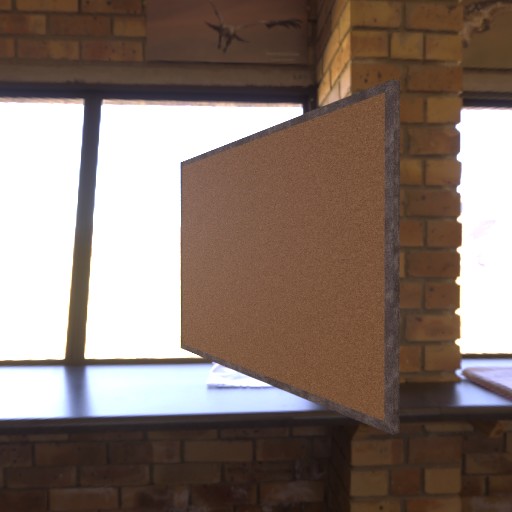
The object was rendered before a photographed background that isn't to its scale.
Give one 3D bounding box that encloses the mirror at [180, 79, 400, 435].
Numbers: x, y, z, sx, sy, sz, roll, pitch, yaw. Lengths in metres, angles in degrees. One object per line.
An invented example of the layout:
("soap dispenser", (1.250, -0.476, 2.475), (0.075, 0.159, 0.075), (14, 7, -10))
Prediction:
("mirror", (0.000, 0.000, 1.446), (0.022, 0.795, 1.101), (0, 0, -35))
